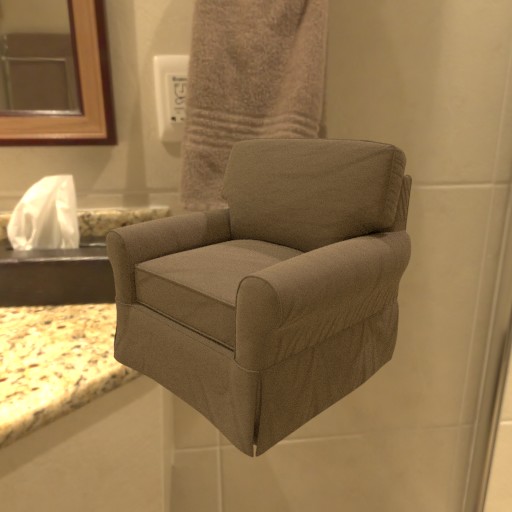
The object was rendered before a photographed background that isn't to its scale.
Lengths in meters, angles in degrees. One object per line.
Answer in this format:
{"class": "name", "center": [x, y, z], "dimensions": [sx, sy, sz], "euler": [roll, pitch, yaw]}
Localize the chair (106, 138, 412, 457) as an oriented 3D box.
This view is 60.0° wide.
{"class": "chair", "center": [0.000, 0.000, 1.987], "dimensions": [0.988, 1.017, 1.135], "euler": [-15, 21, -43]}
